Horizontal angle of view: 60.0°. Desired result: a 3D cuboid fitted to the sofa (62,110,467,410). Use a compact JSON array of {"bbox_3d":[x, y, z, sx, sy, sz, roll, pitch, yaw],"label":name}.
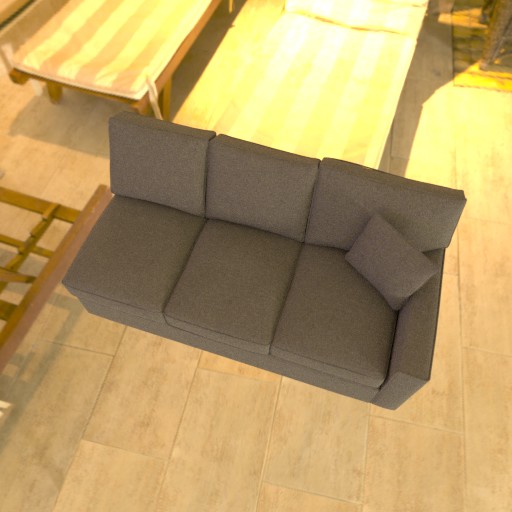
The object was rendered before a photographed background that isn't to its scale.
[{"bbox_3d":[0.000,0.000,2.520,1.963,0.946,1.034,16,59,9],"label":"sofa"}]
